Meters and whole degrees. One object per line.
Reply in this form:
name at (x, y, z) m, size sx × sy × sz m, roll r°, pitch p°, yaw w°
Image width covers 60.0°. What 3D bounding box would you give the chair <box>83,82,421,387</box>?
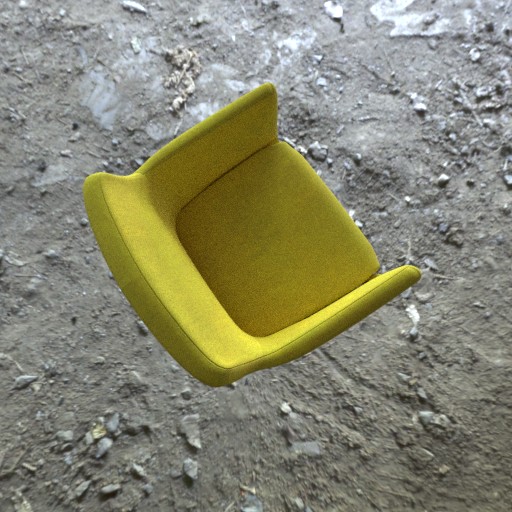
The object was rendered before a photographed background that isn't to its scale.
chair at (0.000, 0.000, 1.179) m, size 0.570 × 0.780 × 0.570 m, roll -33°, pitch 78°, yaw -8°
